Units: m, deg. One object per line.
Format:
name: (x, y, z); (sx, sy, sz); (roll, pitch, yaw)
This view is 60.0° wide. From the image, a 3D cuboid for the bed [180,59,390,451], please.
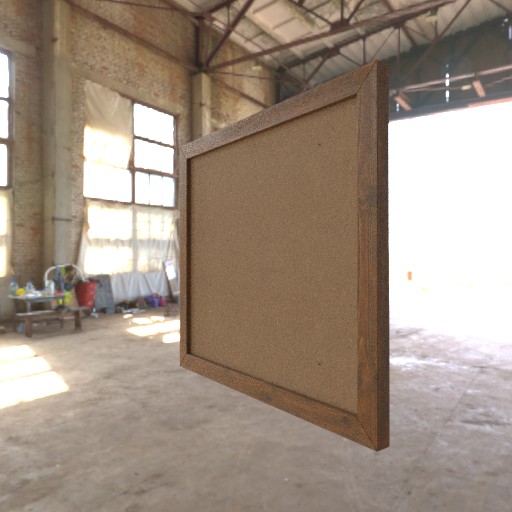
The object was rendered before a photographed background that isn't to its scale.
bed: (0.000, 0.000, 1.497); (0.046, 0.942, 1.046); (0, 0, -36)
